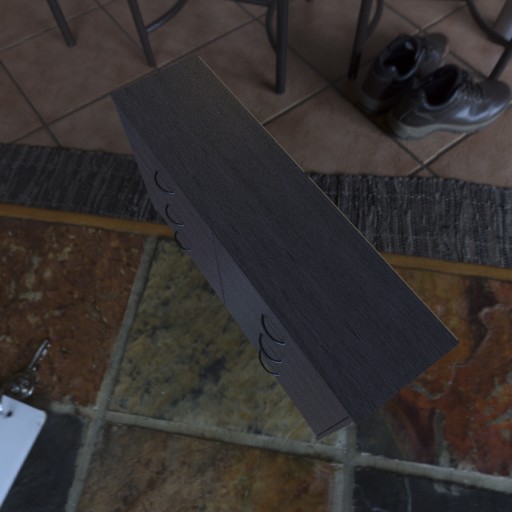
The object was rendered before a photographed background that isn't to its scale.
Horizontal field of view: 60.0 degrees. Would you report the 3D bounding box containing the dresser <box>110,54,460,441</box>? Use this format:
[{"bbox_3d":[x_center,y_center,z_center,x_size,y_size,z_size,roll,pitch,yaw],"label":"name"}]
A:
[{"bbox_3d":[0.000,0.000,1.729,0.401,0.755,1.360,-32,68,-15],"label":"dresser"}]
